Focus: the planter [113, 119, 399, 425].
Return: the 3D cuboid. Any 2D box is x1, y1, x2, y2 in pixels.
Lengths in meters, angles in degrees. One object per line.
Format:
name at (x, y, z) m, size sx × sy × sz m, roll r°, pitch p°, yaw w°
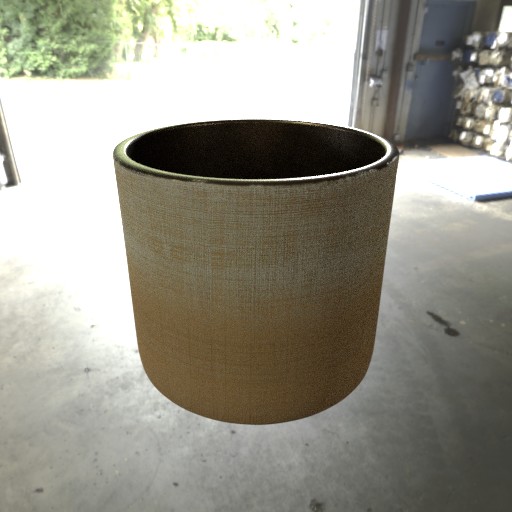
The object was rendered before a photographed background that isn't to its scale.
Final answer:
planter at (0.000, 0.000, 0.392) m, size 0.221 × 0.201 × 0.221 m, roll 0°, pitch 27°, yaw 0°
